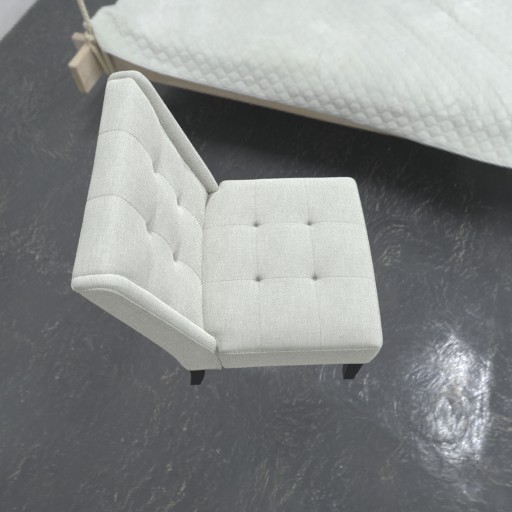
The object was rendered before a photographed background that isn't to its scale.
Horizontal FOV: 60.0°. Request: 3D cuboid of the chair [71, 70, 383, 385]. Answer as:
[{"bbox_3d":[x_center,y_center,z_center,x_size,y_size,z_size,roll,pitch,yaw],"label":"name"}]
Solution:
[{"bbox_3d":[0.000,0.000,1.270,0.676,0.853,0.569,-2,62,-1],"label":"chair"}]
